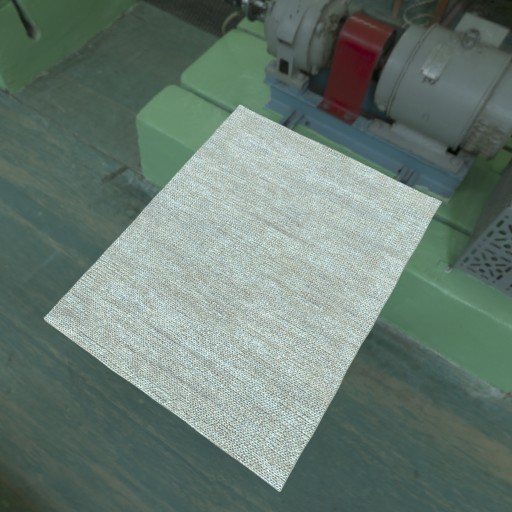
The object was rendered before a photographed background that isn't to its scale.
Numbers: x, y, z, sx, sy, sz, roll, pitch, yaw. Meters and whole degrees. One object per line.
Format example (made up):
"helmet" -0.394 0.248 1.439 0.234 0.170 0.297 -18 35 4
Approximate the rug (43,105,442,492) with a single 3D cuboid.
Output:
"rug" 0.000 0.000 4.112 2.429 0.030 3.052 30 66 15
